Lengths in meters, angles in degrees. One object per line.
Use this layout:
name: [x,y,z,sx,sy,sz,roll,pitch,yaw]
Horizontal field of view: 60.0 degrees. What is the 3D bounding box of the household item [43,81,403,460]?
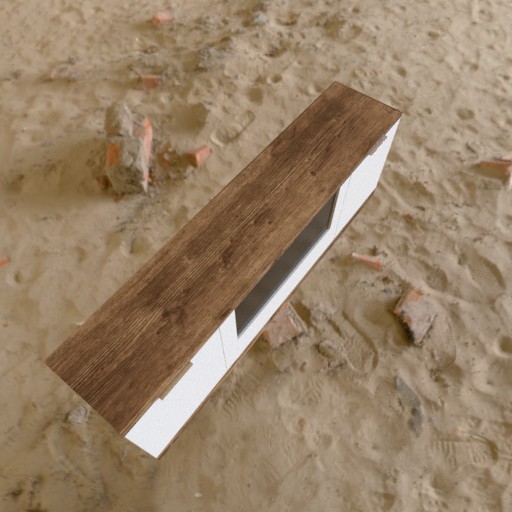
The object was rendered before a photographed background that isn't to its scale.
household item: [0.000,0.000,2.034,0.390,0.615,1.800,33,64,18]
